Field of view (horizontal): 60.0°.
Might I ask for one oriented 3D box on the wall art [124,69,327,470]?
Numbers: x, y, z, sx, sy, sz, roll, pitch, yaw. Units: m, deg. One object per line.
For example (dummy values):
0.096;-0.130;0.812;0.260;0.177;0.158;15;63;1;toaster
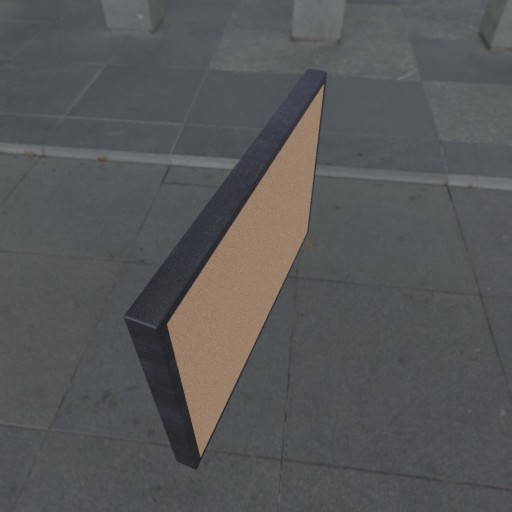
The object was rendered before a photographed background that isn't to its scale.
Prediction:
0.000;0.000;0.775;0.038;0.409;0.610;16;49;15;wall art
